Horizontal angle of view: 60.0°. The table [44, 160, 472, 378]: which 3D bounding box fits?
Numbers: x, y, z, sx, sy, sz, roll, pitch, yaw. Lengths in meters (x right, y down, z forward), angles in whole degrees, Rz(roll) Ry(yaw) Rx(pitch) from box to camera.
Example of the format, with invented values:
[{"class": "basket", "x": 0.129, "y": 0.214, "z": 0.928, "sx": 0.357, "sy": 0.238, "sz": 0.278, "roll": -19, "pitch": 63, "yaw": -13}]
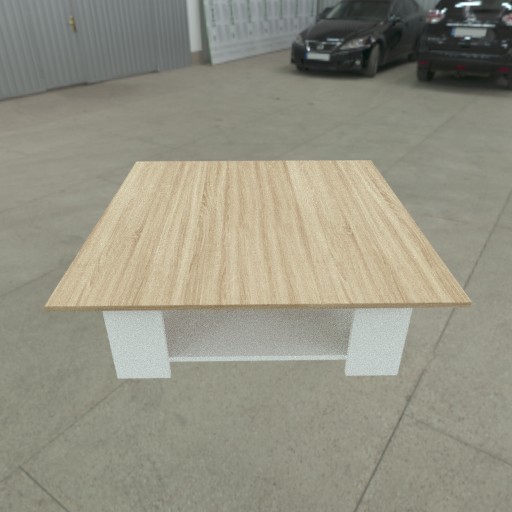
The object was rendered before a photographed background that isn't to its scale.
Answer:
[{"class": "table", "x": 0.000, "y": 0.000, "z": 1.380, "sx": 0.890, "sy": 0.305, "sz": 0.890, "roll": 0, "pitch": 31, "yaw": -1}]
